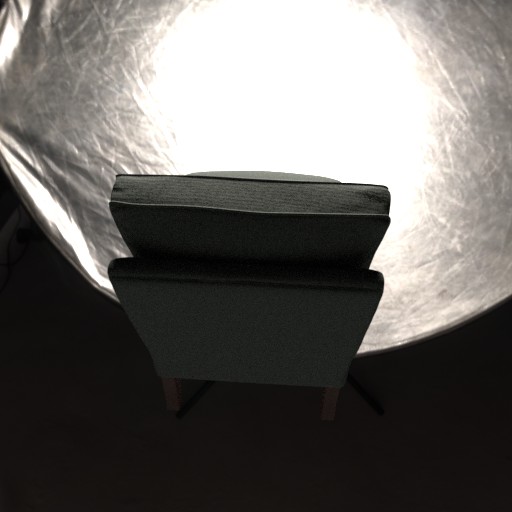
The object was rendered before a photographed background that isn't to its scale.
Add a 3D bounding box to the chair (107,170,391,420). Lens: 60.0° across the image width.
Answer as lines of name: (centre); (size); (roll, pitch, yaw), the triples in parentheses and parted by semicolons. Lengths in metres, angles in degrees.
chair: (0.000, 0.000, 1.428); (0.624, 0.901, 0.796); (3, 45, 3)
